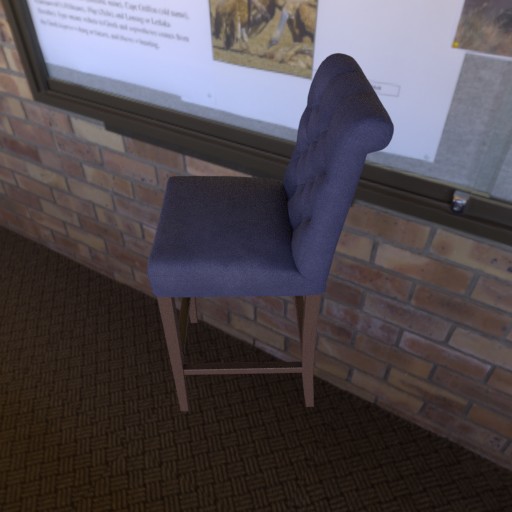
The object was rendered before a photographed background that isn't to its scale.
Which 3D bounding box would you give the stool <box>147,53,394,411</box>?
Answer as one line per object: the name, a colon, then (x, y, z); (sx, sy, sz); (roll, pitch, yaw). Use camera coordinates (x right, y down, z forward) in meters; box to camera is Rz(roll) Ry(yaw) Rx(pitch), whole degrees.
stool: (0.000, 0.000, 1.459); (0.601, 1.140, 0.493); (-1, 41, -1)
